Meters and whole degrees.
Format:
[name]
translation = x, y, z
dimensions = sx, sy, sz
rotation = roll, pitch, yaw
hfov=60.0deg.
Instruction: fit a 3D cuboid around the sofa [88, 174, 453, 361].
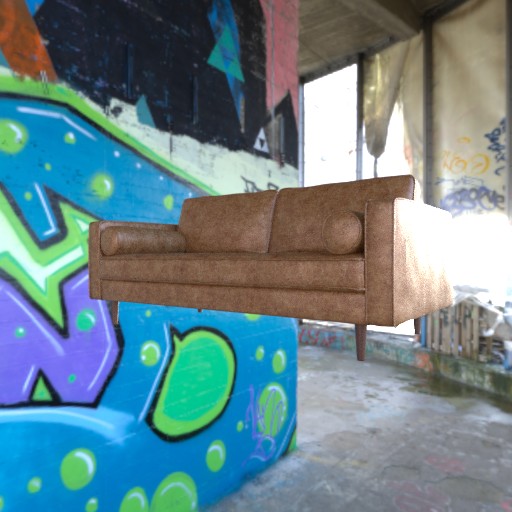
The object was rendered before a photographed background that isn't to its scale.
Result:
[sofa]
translation = 0.000, 0.000, 2.504
dimensions = 1.920, 0.825, 0.924
rotation = 0, 0, 36
